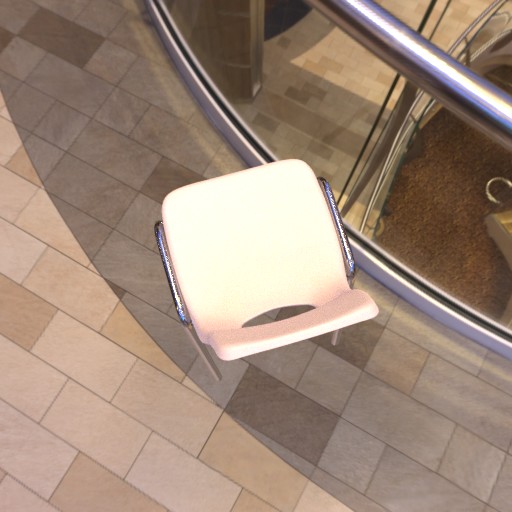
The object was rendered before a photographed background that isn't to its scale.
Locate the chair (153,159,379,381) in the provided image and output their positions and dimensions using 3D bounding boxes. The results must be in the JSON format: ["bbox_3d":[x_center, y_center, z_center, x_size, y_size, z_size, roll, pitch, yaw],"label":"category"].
[{"bbox_3d":[0.000,0.000,0.942,0.381,0.704,0.436,-16,75,-4],"label":"chair"}]
